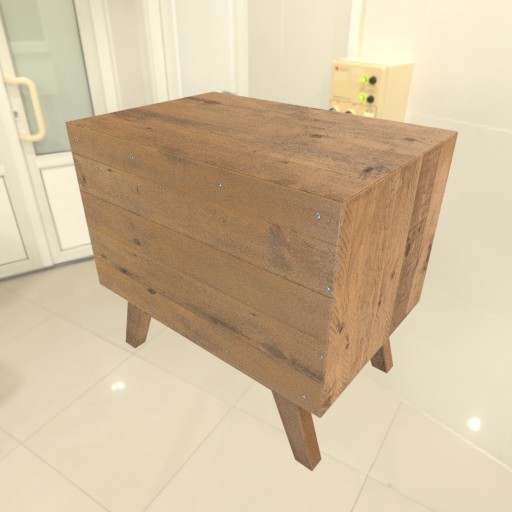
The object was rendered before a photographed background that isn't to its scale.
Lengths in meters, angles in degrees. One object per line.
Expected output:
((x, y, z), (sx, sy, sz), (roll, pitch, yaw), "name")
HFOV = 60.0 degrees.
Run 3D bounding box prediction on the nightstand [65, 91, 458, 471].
((0.000, 0.000, 1.033), (0.650, 0.599, 0.450), (22, 37, 33), "nightstand")
